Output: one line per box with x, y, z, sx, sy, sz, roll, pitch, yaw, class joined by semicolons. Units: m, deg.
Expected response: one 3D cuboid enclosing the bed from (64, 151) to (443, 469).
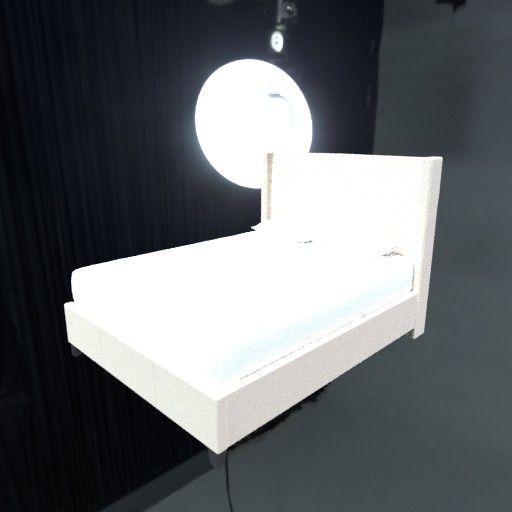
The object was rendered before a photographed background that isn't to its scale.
0.000;0.000;3.407;1.778;1.471;2.293;15;21;43;bed
